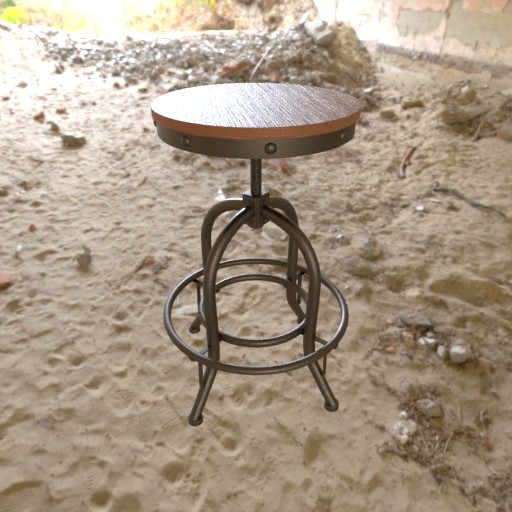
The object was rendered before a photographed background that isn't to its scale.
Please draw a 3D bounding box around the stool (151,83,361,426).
[{"bbox_3d":[0.000,0.000,0.903,0.439,0.609,0.439,22,37,32],"label":"stool"}]
